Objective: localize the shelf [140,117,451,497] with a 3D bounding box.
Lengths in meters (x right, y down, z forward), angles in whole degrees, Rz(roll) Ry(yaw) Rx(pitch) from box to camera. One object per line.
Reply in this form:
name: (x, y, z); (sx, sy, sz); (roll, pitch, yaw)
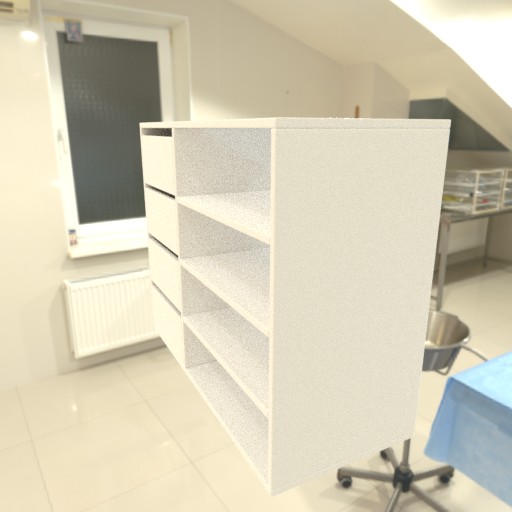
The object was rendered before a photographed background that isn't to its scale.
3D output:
shelf: (0.000, 0.000, 1.261); (0.396, 0.732, 0.895); (-8, 18, -26)
